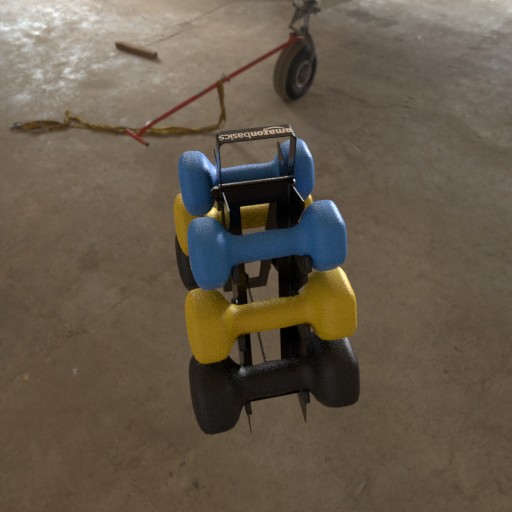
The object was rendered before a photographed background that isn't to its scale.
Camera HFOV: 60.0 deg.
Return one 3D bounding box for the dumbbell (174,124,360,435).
[{"bbox_3d":[0.000,0.000,0.680,0.255,0.426,0.409,-8,48,-8],"label":"dumbbell"}]
